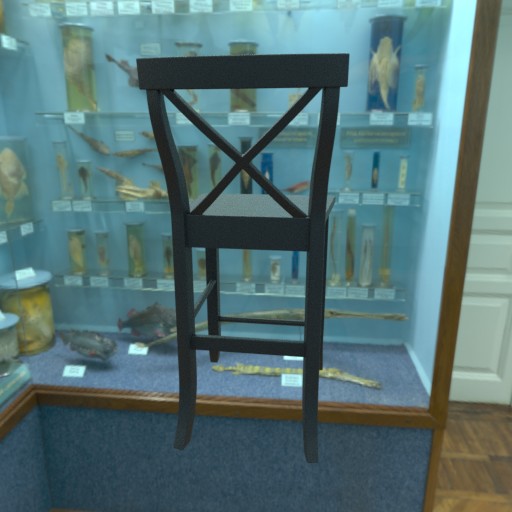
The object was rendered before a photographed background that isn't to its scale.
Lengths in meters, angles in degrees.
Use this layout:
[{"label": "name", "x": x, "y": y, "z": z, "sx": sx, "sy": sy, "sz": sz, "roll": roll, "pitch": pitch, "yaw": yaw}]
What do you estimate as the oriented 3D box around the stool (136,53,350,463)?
[{"label": "stool", "x": 0.000, "y": 0.000, "z": 1.270, "sx": 0.452, "sy": 0.989, "sz": 0.559, "roll": 2, "pitch": 16, "yaw": 8}]
